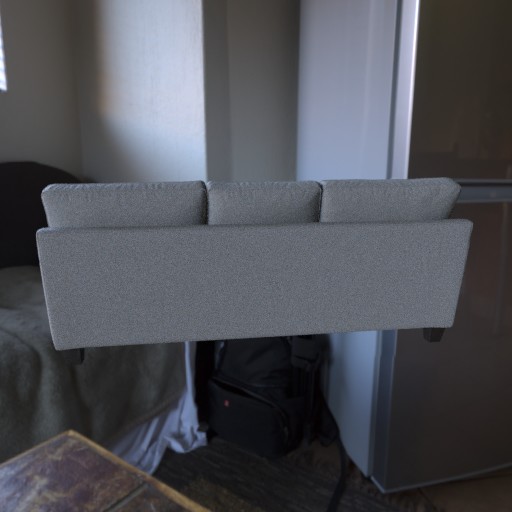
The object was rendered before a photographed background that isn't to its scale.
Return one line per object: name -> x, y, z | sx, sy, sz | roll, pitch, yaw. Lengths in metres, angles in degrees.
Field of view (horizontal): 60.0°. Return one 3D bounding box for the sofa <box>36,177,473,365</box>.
sofa -> 0.000, 0.000, 2.826 | 2.323, 0.997, 1.016 | -2, 13, -8
